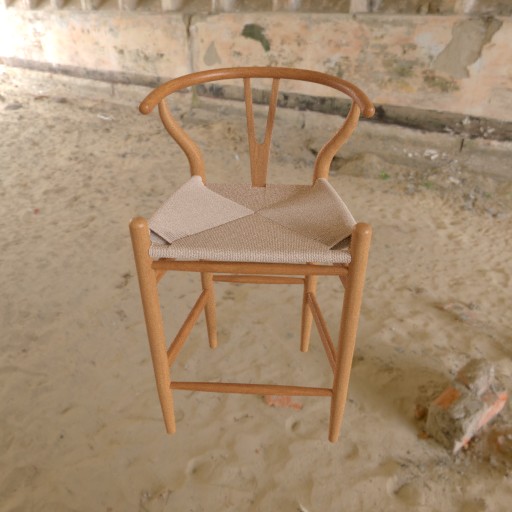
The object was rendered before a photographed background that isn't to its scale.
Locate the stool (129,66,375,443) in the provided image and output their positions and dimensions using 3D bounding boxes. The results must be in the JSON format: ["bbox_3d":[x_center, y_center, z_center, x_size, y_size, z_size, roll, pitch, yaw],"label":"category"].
[{"bbox_3d":[0.000,0.000,1.311,0.569,0.970,0.579,2,30,3],"label":"stool"}]
